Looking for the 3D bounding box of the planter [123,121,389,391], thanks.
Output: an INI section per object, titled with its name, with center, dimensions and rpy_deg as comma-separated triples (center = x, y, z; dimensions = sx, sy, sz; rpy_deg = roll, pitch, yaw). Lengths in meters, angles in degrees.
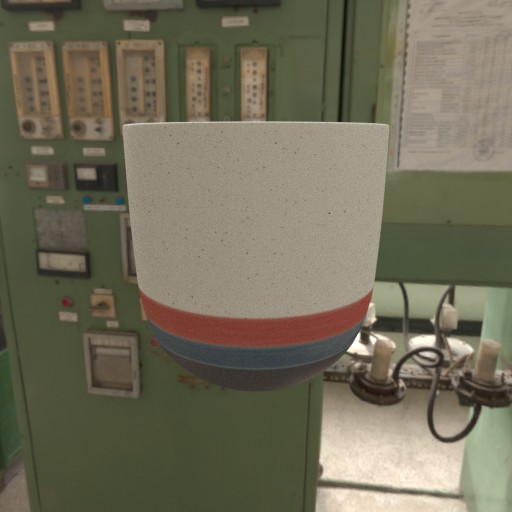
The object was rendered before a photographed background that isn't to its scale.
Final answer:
[planter]
center = 0.000, 0.000, 0.379
dimensions = 0.204, 0.214, 0.204
rpy_deg = 0, 15, 0
